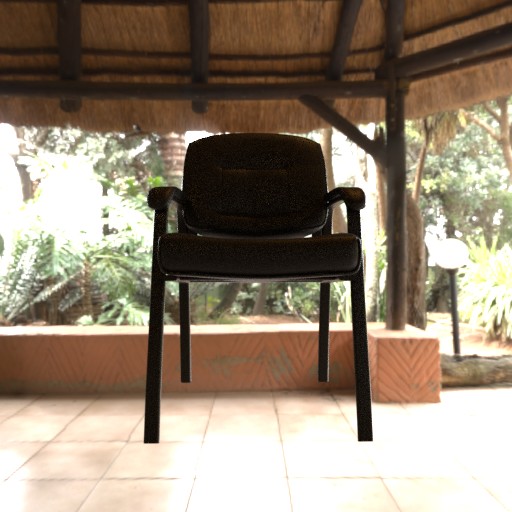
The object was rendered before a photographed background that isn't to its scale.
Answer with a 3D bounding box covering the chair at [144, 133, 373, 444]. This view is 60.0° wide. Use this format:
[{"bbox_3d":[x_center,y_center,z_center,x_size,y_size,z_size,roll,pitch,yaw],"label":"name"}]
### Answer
[{"bbox_3d":[0.000,0.000,1.339,0.591,0.910,0.668,0,-1,-1],"label":"chair"}]
